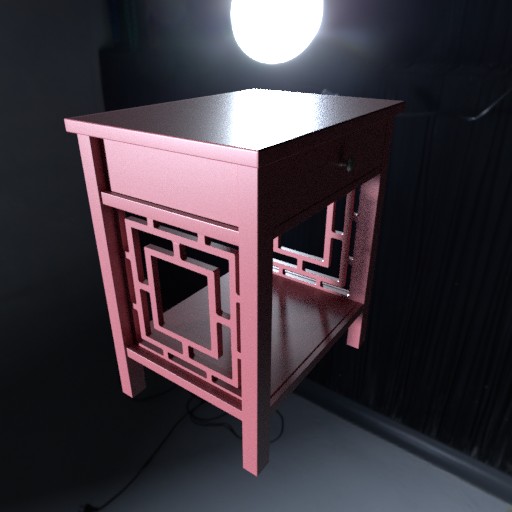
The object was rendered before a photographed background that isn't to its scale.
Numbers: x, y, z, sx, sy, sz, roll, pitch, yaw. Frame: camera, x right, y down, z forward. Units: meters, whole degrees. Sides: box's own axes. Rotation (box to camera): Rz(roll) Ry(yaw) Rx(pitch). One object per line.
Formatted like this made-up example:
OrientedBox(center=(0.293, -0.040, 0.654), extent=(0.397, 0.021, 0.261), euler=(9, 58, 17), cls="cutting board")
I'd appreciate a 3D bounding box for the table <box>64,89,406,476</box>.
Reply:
OrientedBox(center=(0.000, 0.000, 1.079), extent=(0.451, 0.686, 0.599), euler=(18, 32, 31), cls="table")
